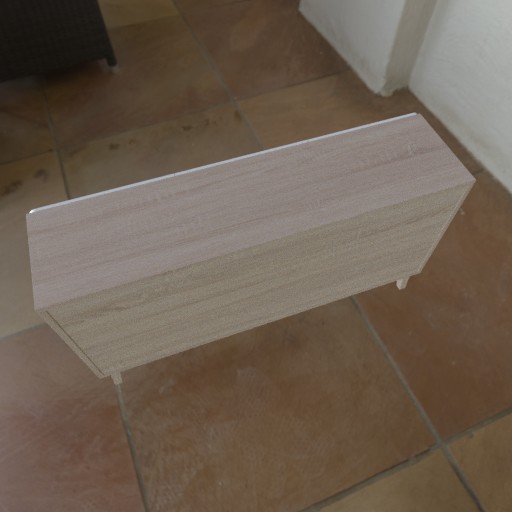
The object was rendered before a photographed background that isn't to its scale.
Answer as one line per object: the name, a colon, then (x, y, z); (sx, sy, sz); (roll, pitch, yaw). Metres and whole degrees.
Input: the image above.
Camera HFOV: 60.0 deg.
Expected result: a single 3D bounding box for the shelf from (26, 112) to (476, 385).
shelf: (0.000, 0.000, 1.838); (1.490, 0.780, 0.400); (-17, 59, -11)
